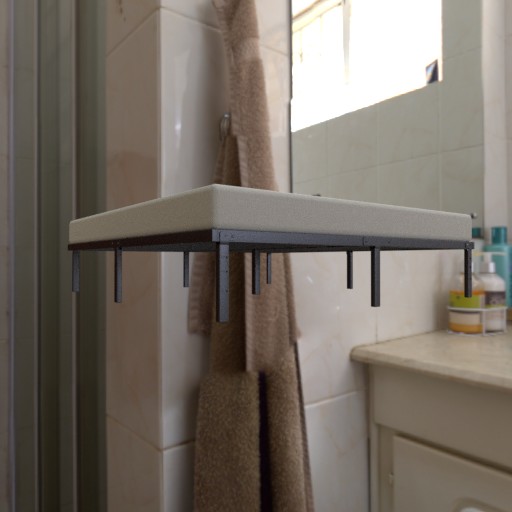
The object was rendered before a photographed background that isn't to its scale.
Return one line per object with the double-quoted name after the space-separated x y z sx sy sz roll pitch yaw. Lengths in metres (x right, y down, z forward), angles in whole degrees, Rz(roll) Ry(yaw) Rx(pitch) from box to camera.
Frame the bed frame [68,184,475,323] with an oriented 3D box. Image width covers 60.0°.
0.000 0.000 3.927 2.526 0.680 2.635 0 -1 -37 "bed frame"
